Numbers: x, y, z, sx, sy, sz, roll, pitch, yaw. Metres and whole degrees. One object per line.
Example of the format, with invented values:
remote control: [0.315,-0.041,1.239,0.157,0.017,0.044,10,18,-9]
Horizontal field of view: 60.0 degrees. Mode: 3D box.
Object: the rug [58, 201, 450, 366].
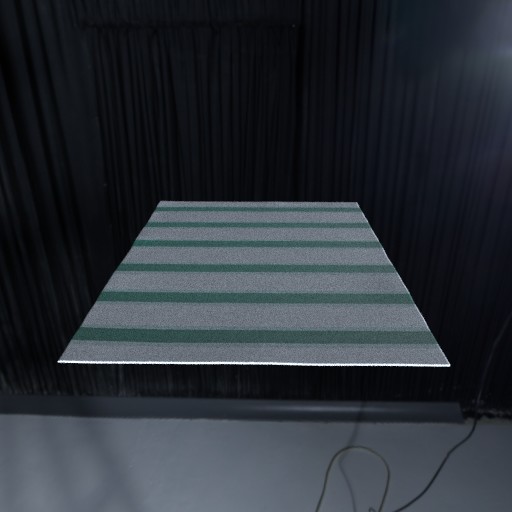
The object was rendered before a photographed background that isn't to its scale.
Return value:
rug: [0.000,0.000,4.097,2.434,0.019,3.041,0,26,1]
